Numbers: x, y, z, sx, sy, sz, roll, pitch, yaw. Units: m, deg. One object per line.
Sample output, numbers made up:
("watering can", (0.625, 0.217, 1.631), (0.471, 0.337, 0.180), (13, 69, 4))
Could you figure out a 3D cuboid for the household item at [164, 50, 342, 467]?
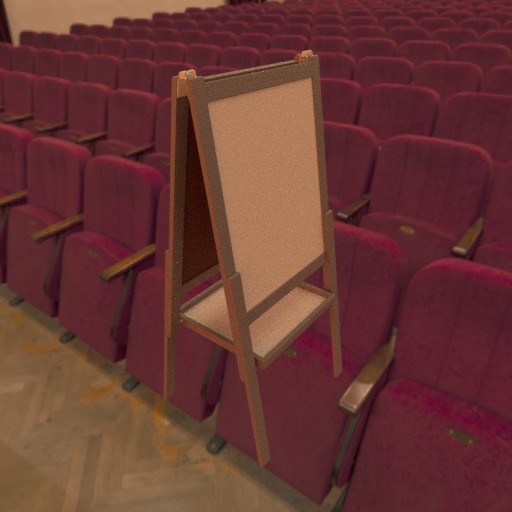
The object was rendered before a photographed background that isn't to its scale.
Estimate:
("household item", (0.000, 0.000, 1.433), (0.469, 1.172, 0.531), (22, 37, 32))
